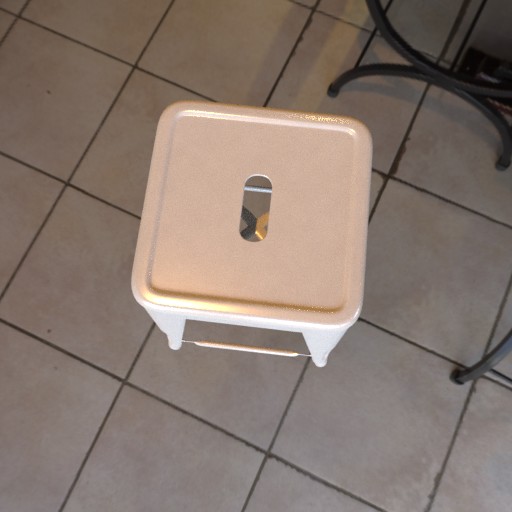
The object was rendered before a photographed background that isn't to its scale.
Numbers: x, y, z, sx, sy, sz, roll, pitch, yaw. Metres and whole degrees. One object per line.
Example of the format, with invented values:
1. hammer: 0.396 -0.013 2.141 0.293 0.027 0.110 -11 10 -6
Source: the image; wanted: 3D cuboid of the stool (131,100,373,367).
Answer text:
1. stool: 0.000 0.000 0.872 0.406 0.610 0.406 6 78 1
